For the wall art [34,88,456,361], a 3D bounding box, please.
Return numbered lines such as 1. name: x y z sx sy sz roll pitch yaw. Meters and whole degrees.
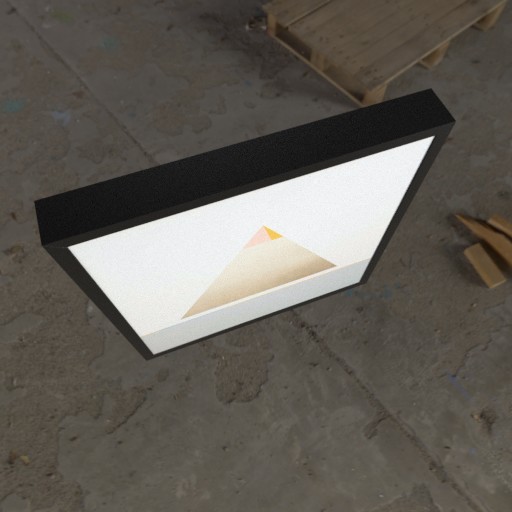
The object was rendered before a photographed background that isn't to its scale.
1. wall art: 0.000 0.000 0.448 0.304 0.303 0.037 -18 65 -9
